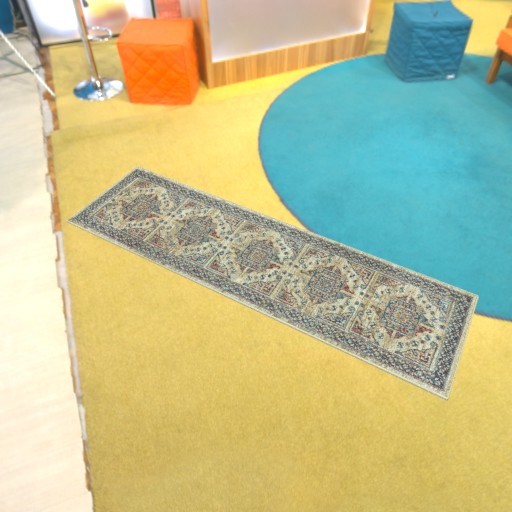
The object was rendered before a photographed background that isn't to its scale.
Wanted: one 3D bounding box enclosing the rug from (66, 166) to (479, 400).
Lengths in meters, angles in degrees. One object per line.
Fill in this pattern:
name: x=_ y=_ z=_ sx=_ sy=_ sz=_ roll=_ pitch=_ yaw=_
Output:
rug: x=0.000 y=0.000 z=2.506 sx=2.297 sy=0.013 sz=0.661 roll=23 pitch=51 yaw=20
